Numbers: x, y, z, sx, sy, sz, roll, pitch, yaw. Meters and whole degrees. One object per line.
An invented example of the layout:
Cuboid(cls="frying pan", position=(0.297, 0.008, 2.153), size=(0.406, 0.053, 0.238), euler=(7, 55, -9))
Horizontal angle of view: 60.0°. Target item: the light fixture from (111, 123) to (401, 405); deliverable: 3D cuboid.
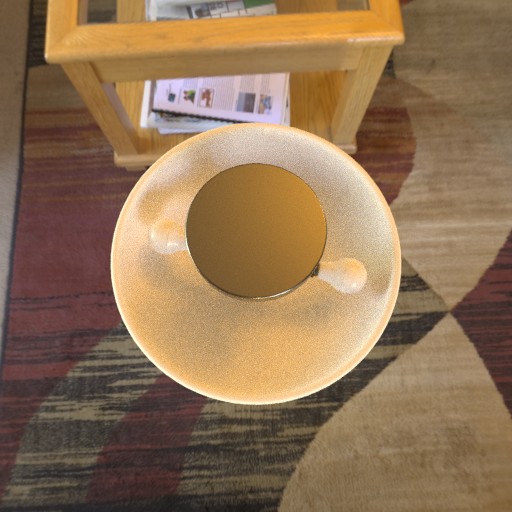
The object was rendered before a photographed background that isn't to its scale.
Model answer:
Cuboid(cls="light fixture", position=(0.000, 0.000, 0.521), size=(0.330, 0.214, 0.330), euler=(0, 76, 0))
